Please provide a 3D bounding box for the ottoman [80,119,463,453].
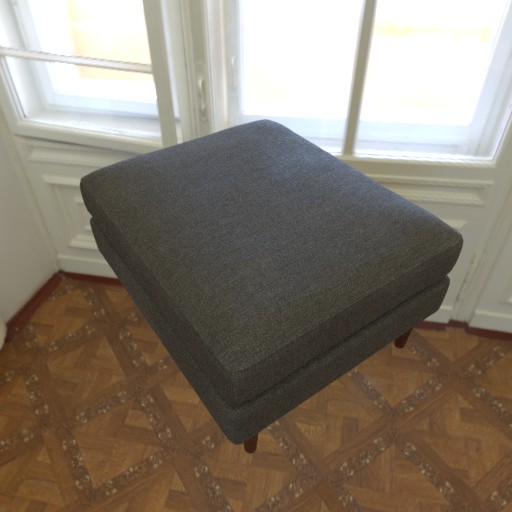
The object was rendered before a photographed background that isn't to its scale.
[{"bbox_3d":[0.000,0.000,1.277,0.693,0.474,0.821,-25,47,-26],"label":"ottoman"}]
